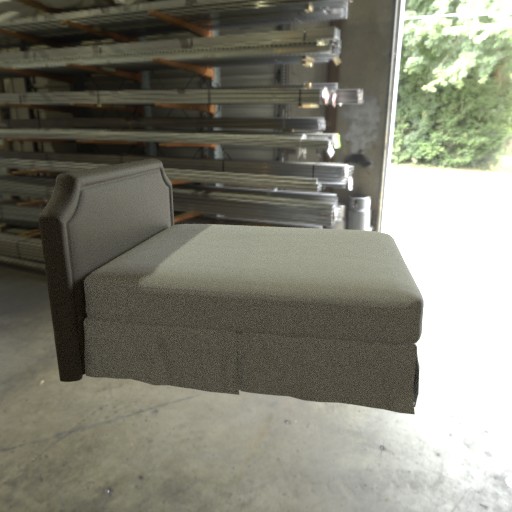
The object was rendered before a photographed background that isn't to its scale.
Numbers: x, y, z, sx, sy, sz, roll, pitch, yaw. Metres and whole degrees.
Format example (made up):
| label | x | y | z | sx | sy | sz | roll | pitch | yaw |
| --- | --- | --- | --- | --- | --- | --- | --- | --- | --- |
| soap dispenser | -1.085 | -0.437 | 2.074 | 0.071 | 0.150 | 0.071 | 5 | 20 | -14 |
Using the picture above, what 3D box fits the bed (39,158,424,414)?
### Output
| label | x | y | z | sx | sy | sz | roll | pitch | yaw |
| --- | --- | --- | --- | --- | --- | --- | --- | --- | --- |
| bed | 0.000 | 0.000 | 3.259 | 2.181 | 1.297 | 1.831 | 3 | 16 | 10 |
